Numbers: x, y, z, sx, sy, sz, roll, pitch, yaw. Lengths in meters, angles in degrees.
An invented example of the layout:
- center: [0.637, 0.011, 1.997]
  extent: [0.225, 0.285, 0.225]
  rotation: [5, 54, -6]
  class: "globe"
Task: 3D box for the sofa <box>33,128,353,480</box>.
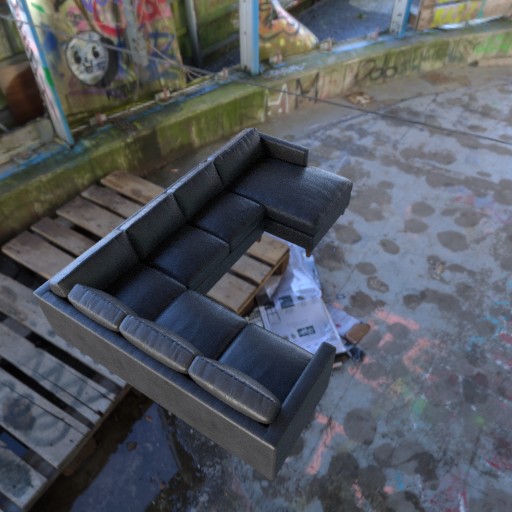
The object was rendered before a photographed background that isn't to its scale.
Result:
- center: [0.000, 0.000, 4.526]
  extent: [2.452, 0.891, 3.324]
  rotation: [25, 50, 22]
  class: "sofa"
